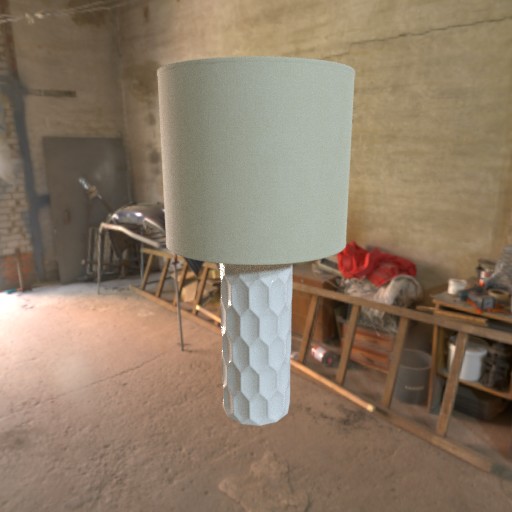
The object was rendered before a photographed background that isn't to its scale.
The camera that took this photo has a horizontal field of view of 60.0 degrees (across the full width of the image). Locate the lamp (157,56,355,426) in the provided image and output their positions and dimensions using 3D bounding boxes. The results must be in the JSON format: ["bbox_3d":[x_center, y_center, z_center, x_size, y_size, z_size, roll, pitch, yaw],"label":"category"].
[{"bbox_3d":[0.000,0.000,0.700,0.277,0.537,0.277,2,15,9],"label":"lamp"}]
